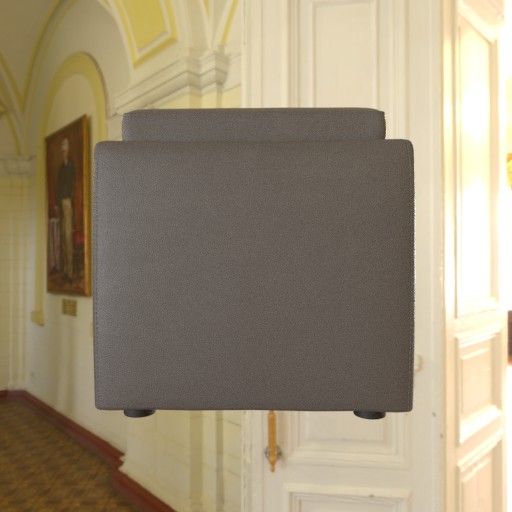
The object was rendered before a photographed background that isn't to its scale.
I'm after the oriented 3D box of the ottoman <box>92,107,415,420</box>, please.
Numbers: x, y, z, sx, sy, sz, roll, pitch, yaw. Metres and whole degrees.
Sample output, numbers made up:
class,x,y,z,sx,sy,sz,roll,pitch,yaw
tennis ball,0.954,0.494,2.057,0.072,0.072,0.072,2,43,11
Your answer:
class,x,y,z,sx,sy,sz,roll,pitch,yaw
ottoman,0.000,0.000,0.817,0.450,0.460,0.451,0,0,1
